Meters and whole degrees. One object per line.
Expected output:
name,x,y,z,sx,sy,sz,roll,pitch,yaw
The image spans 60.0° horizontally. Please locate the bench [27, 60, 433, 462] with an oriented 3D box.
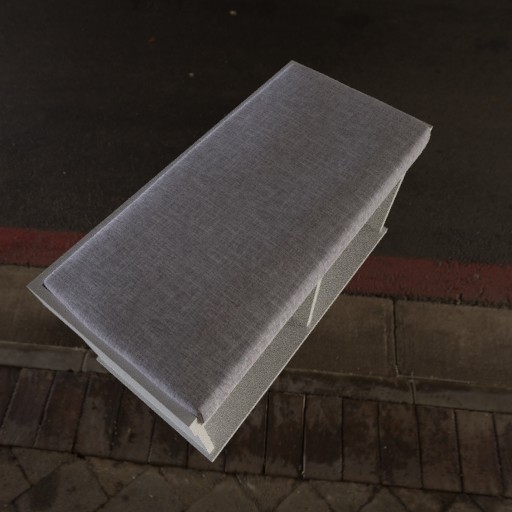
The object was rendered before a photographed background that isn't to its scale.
bench,0.000,0.000,0.975,0.362,0.461,0.734,34,64,19
